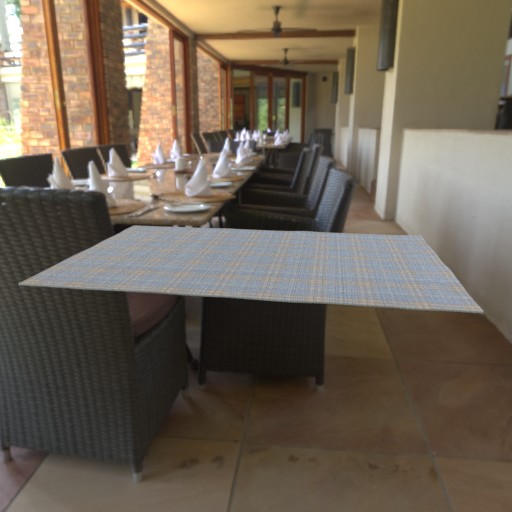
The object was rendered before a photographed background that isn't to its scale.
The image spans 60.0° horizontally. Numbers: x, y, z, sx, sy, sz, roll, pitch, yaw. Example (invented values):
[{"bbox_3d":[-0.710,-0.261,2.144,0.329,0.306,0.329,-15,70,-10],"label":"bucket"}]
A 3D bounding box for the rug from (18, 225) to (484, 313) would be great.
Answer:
[{"bbox_3d":[0.000,0.000,3.024,2.460,0.016,1.545,3,17,9],"label":"rug"}]
